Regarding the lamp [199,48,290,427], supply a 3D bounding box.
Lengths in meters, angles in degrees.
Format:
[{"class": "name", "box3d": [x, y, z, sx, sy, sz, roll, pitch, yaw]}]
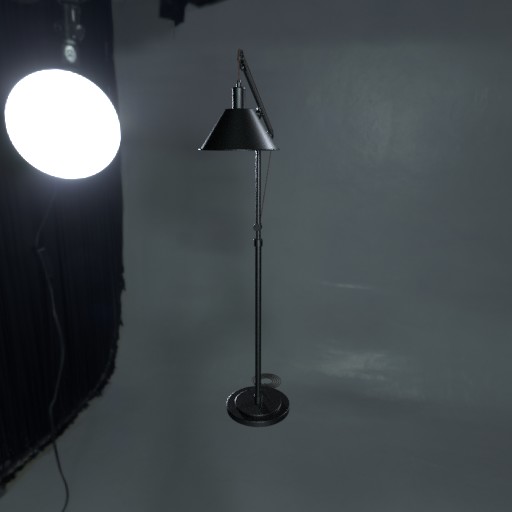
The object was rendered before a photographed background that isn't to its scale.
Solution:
[{"class": "lamp", "box3d": [0.000, 0.000, 2.000, 0.319, 1.626, 0.904, 3, 15, 11]}]
